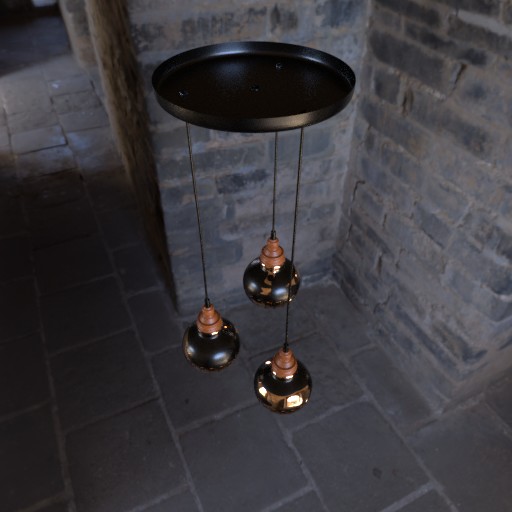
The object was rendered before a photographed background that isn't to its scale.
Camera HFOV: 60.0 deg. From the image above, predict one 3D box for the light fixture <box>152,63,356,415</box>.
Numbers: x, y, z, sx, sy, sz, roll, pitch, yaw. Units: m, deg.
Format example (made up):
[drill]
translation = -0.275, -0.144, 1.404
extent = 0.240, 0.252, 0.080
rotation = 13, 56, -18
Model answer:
[light fixture]
translation = 0.000, 0.000, 1.717
extent = 0.608, 1.410, 0.605
rotation = 12, 44, 13
